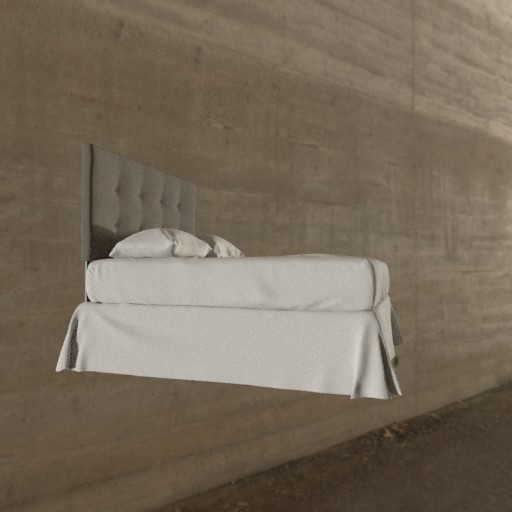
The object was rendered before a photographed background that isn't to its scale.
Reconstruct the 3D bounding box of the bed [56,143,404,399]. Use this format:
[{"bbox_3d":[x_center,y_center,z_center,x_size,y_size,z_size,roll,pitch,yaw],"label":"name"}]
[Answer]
[{"bbox_3d":[0.000,0.000,3.536,2.222,1.577,1.936,0,-1,19],"label":"bed"}]
